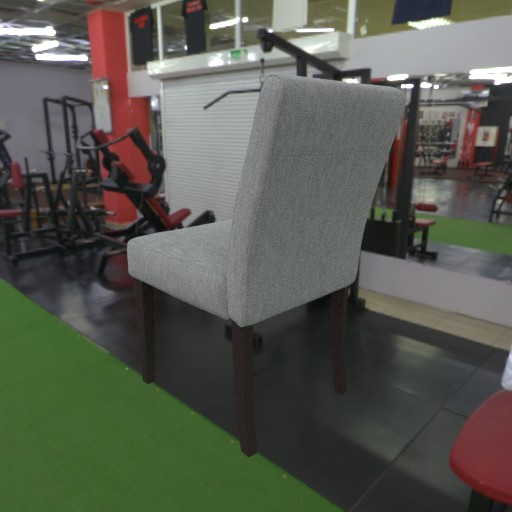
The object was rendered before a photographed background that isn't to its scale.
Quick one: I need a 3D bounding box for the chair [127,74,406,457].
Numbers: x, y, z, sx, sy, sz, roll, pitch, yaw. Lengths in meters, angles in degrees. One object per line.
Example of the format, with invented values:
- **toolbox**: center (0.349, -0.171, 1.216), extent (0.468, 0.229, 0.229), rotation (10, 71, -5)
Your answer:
- **chair**: center (0.000, 0.000, 1.246), extent (0.487, 0.884, 0.629), rotation (-15, 22, -42)
